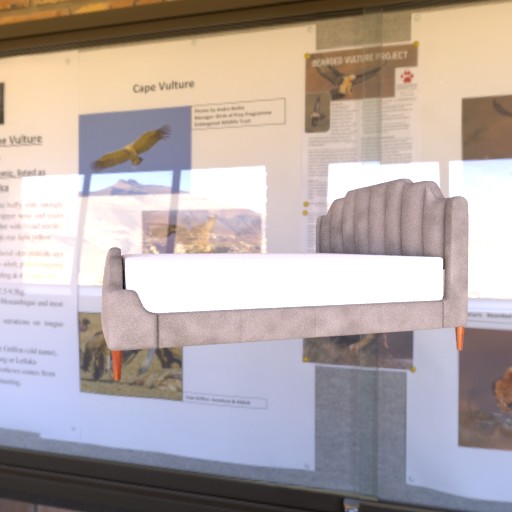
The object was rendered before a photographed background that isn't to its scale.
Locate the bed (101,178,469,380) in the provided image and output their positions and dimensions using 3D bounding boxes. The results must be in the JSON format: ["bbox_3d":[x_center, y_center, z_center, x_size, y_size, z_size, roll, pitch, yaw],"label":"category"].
[{"bbox_3d":[0.000,0.000,3.598,2.340,1.245,2.074,0,1,-18],"label":"bed"}]
